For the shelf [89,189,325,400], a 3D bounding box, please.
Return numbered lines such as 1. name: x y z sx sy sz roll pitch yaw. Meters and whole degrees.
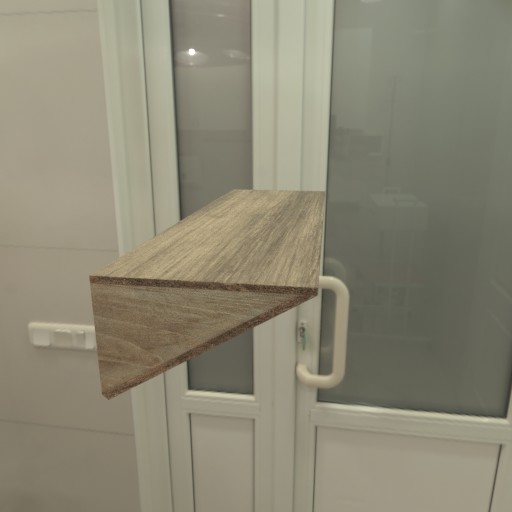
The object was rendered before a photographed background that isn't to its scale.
1. shelf: 0.000 0.000 0.681 0.200 0.125 0.610 2 16 9
